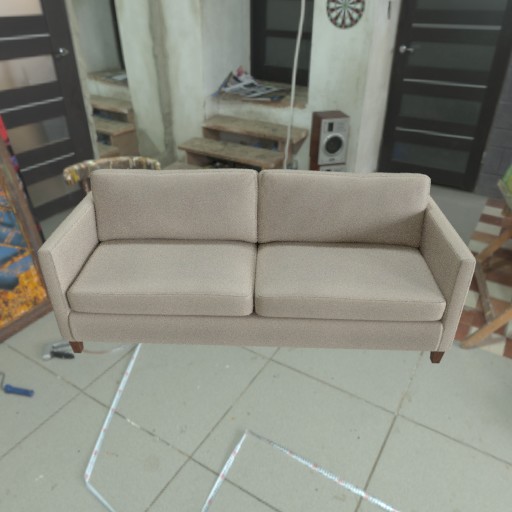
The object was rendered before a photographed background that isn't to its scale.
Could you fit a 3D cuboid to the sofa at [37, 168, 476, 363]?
[{"bbox_3d":[0.000,0.000,2.860,2.361,0.968,0.951,1,32,2],"label":"sofa"}]
